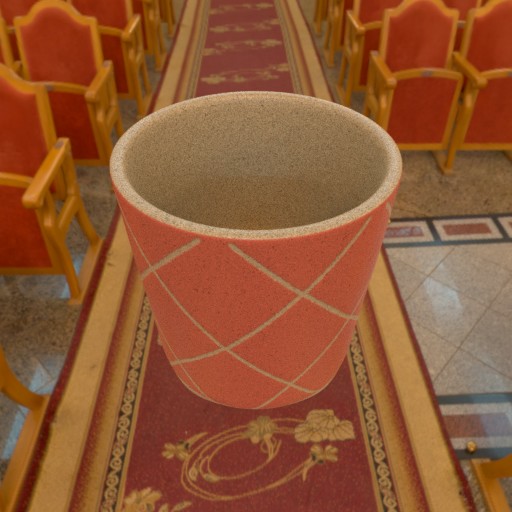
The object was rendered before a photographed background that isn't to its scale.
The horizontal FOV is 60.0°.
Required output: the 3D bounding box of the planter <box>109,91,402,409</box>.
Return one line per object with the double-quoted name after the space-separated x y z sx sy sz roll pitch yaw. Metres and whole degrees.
0.000 0.000 0.431 0.227 0.235 0.227 0 42 0 "planter"
